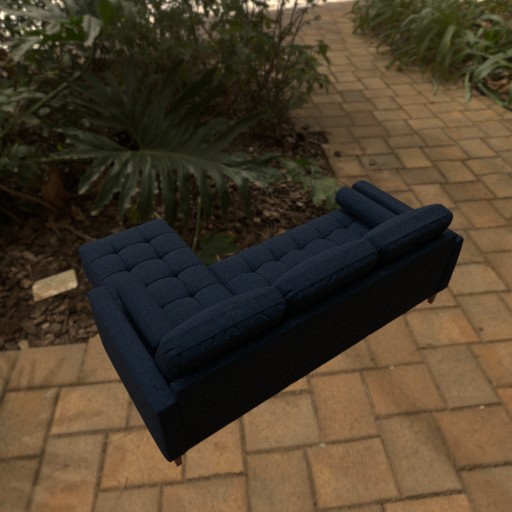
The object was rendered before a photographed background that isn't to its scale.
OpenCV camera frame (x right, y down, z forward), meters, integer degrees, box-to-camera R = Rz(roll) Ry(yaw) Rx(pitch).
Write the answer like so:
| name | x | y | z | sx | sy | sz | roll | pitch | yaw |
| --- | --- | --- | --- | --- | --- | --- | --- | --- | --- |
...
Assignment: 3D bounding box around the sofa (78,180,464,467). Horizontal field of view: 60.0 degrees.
| name | x | y | z | sx | sy | sz | roll | pitch | yaw |
| --- | --- | --- | --- | --- | --- | --- | --- | --- | --- |
| sofa | 0.000 | 0.000 | 2.974 | 2.185 | 0.841 | 1.613 | -24 | 45 | -26 |
